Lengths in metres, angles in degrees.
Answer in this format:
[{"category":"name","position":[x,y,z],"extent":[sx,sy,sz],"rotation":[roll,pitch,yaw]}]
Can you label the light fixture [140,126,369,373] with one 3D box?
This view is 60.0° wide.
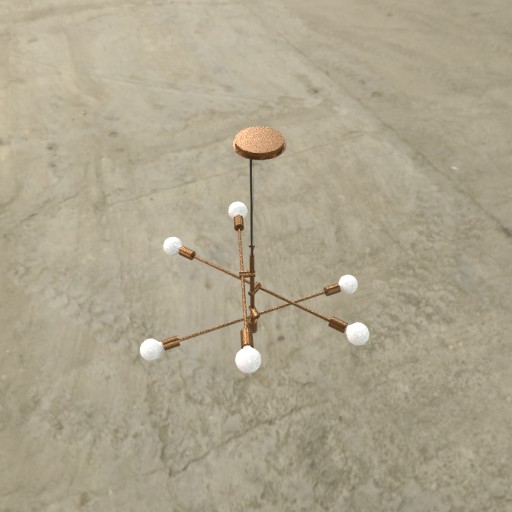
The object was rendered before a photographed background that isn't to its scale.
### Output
[{"category":"light fixture","position":[0.000,0.000,1.260],"extent":[0.682,0.744,0.637],"rotation":[5,46,5]}]
